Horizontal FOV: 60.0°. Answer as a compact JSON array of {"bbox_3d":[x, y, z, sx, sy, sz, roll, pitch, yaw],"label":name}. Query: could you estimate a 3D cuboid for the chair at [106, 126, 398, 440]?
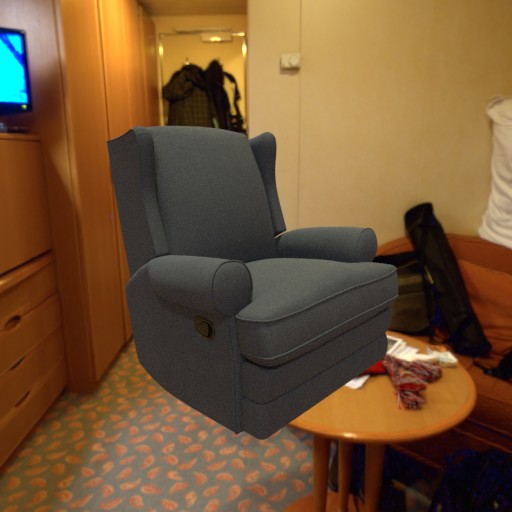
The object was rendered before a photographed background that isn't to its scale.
[{"bbox_3d":[0.000,0.000,1.778,0.877,1.020,0.971,12,18,42],"label":"chair"}]
